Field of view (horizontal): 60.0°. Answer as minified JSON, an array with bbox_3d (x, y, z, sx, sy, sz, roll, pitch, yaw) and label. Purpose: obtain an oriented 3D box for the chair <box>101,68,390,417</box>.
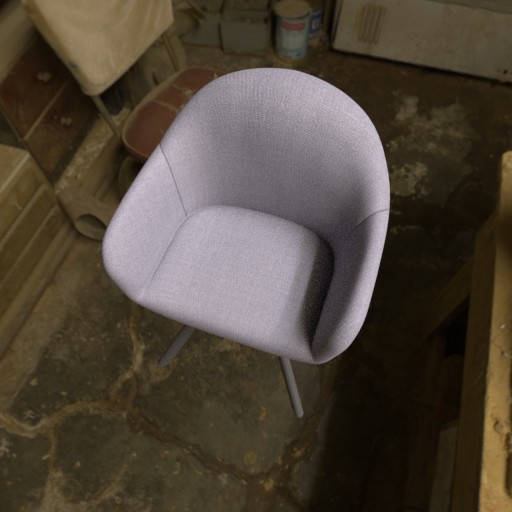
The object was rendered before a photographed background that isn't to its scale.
[{"bbox_3d":[0.000,0.000,1.192,0.590,0.795,0.550,17,61,10],"label":"chair"}]
